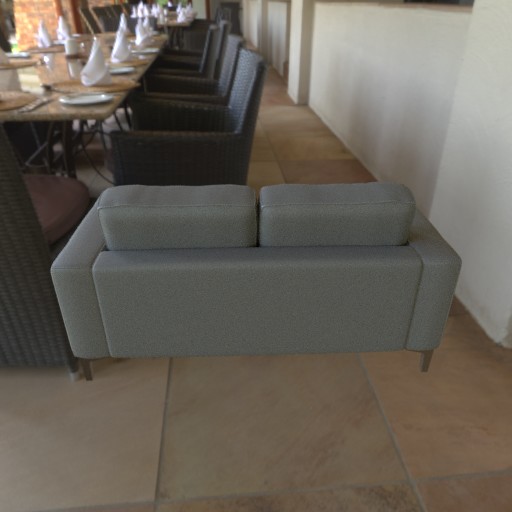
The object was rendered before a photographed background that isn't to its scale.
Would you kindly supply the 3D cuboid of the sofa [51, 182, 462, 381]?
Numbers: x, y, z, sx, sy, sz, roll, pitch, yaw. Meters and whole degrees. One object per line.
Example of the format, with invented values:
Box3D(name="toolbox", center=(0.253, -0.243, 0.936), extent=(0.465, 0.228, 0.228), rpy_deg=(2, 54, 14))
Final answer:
Box3D(name="sofa", center=(0.000, 0.000, 2.241), extent=(1.726, 0.893, 0.833), rpy_deg=(-1, 30, -2))
